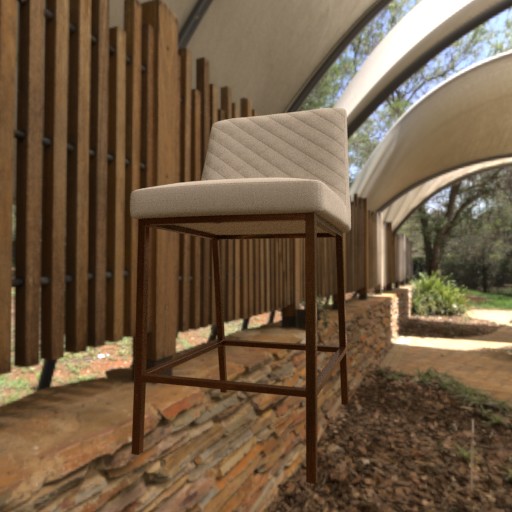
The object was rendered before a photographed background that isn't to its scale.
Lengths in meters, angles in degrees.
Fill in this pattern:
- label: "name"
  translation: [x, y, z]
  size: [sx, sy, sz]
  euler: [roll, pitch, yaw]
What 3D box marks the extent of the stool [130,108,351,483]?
- label: "stool"
  translation: [0.000, 0.000, 1.282]
  size: [0.507, 0.973, 0.576]
  euler: [0, -1, 19]
